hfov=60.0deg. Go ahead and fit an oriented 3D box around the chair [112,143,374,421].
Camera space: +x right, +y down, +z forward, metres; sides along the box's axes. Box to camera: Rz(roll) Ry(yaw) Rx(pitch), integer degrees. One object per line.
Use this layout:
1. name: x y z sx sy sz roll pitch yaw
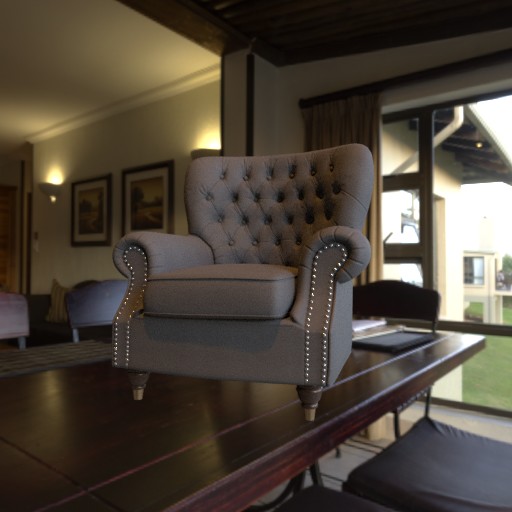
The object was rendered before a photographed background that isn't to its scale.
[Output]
1. chair: 0.000 0.000 1.874 0.983 1.046 0.983 0 -1 20
